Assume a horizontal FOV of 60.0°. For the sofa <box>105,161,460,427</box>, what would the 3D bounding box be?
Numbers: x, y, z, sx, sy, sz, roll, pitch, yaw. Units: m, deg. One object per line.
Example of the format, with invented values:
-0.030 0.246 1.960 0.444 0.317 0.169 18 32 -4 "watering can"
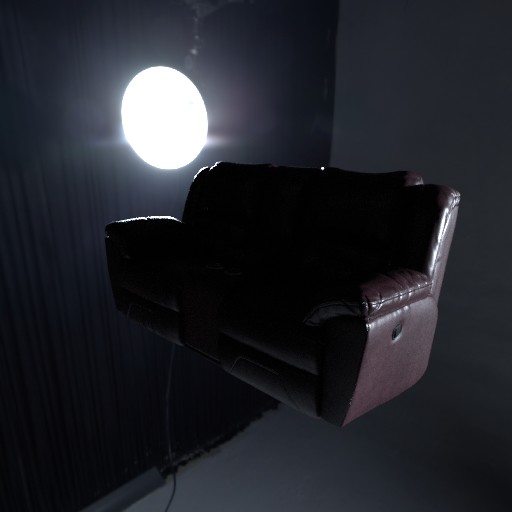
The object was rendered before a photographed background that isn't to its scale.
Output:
0.000 0.000 2.649 2.058 1.043 0.991 15 21 43 "sofa"
